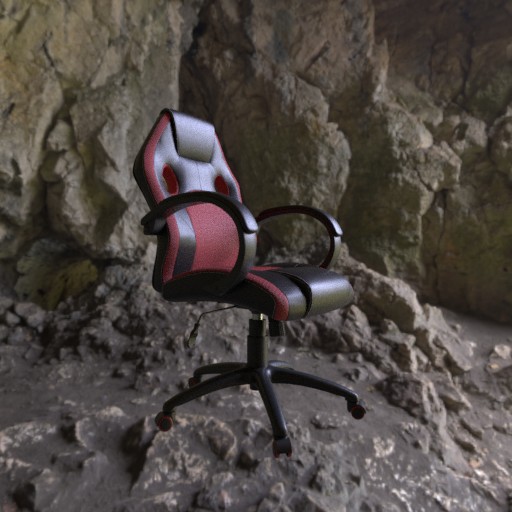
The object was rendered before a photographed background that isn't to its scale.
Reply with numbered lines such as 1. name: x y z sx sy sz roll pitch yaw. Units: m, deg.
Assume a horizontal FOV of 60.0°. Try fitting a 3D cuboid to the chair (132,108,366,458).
1. chair: 0.000 0.000 1.707 0.783 1.189 0.750 1 2 35
